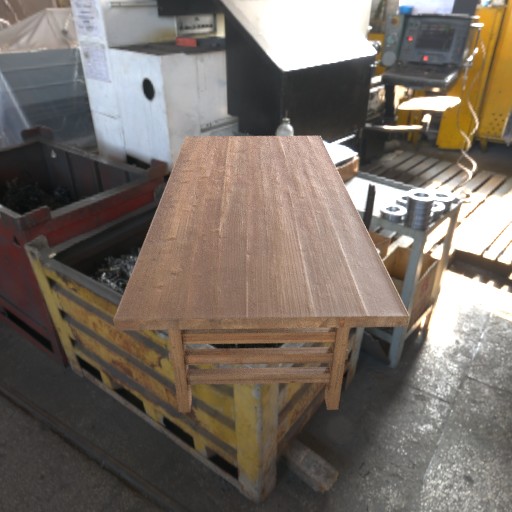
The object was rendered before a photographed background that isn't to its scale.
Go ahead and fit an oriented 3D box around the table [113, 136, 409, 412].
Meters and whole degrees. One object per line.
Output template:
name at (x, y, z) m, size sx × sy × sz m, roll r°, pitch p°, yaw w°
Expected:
table at (0.000, 0.000, 2.472) m, size 0.952 × 0.760 × 2.003 m, roll -1°, pitch 31°, yaw -1°
